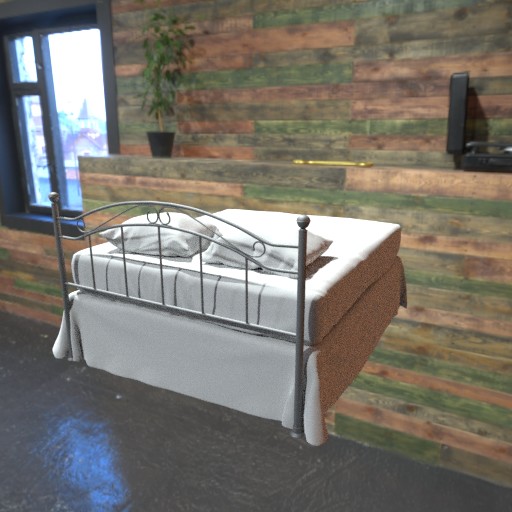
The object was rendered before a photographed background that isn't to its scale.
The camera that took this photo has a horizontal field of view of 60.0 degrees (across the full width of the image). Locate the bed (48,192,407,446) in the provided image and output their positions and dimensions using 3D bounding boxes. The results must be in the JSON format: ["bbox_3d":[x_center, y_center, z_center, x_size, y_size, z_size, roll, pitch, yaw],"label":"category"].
[{"bbox_3d":[0.000,0.000,3.274,1.936,1.080,2.215,8,17,27],"label":"bed"}]
